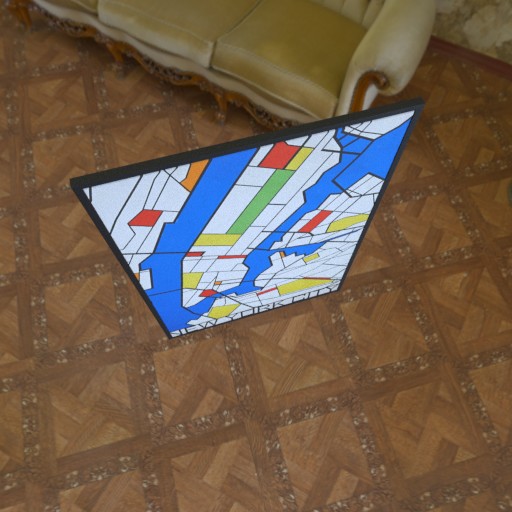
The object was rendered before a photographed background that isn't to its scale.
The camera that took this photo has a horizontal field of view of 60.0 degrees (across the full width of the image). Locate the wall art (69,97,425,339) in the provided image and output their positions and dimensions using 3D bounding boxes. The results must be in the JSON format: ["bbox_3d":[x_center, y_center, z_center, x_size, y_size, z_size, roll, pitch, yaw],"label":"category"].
[{"bbox_3d":[0.000,0.000,0.850,0.460,0.660,0.013,-15,65,-7],"label":"wall art"}]
